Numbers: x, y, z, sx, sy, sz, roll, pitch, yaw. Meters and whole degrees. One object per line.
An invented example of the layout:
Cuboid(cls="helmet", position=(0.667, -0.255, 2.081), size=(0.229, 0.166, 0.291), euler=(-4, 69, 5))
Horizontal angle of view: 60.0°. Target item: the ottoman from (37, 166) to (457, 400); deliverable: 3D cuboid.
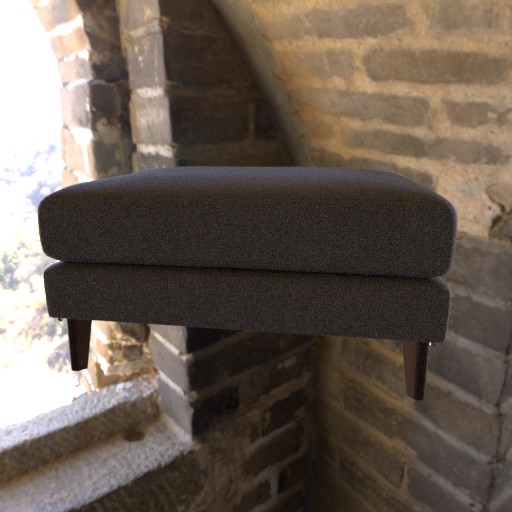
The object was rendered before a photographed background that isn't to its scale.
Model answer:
Cuboid(cls="ottoman", position=(0.000, 0.000, 1.151), size=(0.821, 0.441, 0.611), euler=(2, 15, 9))
